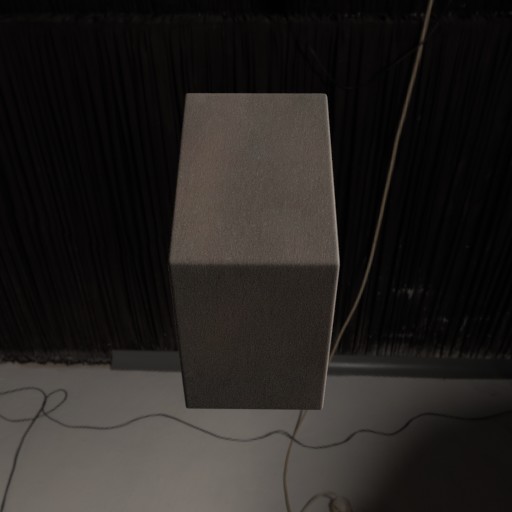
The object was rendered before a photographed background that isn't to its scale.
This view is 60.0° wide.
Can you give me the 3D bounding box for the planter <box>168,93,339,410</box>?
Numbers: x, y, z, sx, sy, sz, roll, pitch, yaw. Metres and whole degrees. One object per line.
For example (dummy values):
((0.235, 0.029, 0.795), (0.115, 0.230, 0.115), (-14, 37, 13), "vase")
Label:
((0.000, 0.000, 0.294), (0.077, 0.206, 0.169), (0, 32, 1), "planter")
